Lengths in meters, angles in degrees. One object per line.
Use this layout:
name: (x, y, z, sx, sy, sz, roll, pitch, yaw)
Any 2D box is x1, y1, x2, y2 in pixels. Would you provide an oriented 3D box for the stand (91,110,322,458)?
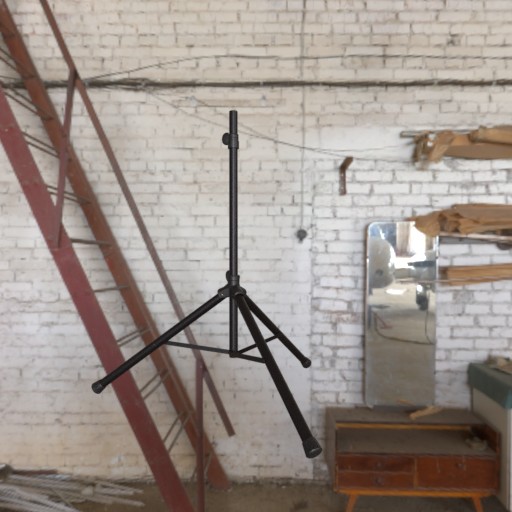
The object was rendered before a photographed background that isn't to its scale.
stand: (0.000, 0.000, 1.870, 1.045, 1.136, 0.907, 1, 1, 37)
